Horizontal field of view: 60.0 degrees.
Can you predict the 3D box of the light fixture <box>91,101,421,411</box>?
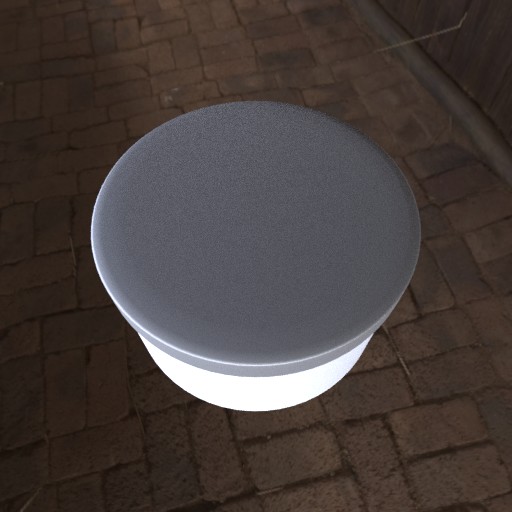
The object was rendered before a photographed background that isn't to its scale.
[{"bbox_3d":[0.000,0.000,0.632,0.393,0.229,0.393,0,58,0],"label":"light fixture"}]
